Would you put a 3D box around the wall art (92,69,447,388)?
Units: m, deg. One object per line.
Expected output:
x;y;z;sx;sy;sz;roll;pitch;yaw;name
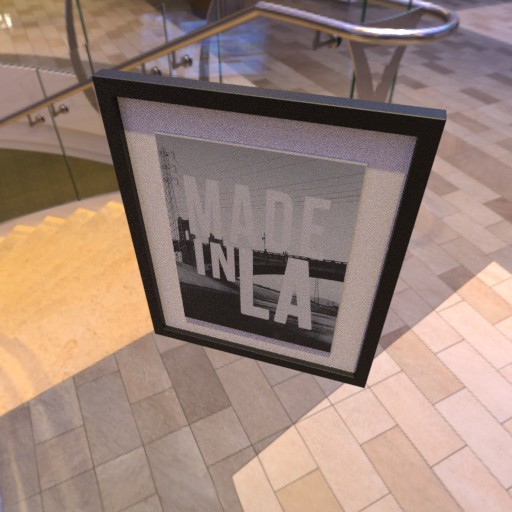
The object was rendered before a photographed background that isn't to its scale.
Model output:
0.000;0.000;0.745;0.457;0.559;0.028;12;43;13;wall art
